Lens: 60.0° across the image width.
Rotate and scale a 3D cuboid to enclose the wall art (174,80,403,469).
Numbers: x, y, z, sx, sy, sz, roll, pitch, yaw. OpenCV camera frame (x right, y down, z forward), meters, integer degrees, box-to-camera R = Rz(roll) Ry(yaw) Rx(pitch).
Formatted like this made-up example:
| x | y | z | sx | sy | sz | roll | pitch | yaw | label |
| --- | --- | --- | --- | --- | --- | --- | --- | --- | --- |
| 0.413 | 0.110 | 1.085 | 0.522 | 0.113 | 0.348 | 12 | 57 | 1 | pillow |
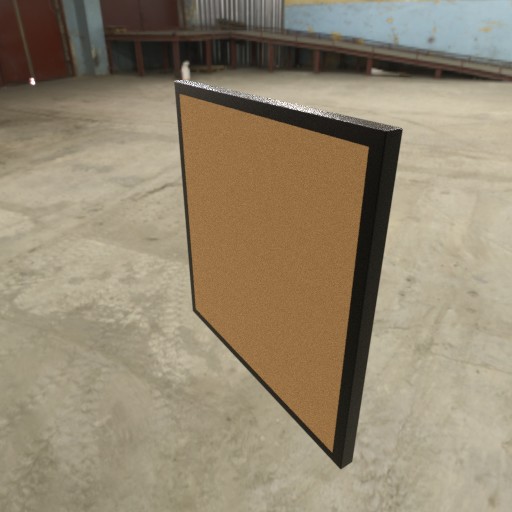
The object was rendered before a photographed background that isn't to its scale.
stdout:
| x | y | z | sx | sy | sz | roll | pitch | yaw | label |
| --- | --- | --- | --- | --- | --- | --- | --- | --- | --- |
| 0.000 | 0.000 | 1.120 | 0.038 | 0.761 | 0.755 | -17 | 32 | -29 | wall art |
